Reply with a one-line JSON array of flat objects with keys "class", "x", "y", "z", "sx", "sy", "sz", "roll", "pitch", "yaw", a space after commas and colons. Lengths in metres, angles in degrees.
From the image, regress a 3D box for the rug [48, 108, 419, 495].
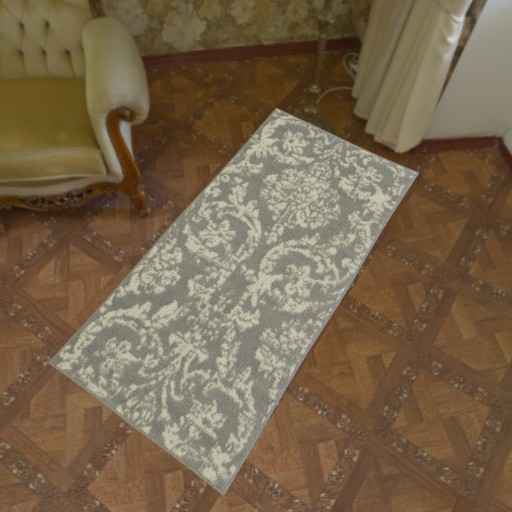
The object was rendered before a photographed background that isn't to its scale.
[{"class": "rug", "x": 0.000, "y": 0.000, "z": 1.418, "sx": 0.604, "sy": 0.007, "sz": 1.219, "roll": 29, "pitch": 64, "yaw": 16}]
